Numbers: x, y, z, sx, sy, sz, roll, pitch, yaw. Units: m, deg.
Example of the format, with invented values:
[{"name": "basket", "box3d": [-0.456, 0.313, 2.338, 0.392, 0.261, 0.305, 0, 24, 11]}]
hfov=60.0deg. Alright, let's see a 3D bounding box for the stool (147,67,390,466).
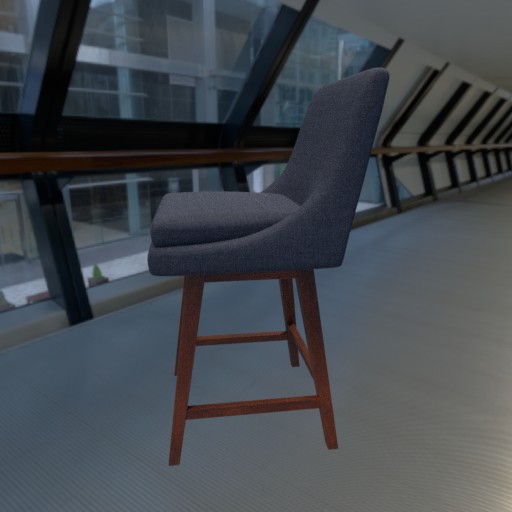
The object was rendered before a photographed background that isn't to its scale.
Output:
[{"name": "stool", "box3d": [0.000, 0.000, 1.178, 0.524, 0.895, 0.467, -2, 16, -8]}]
